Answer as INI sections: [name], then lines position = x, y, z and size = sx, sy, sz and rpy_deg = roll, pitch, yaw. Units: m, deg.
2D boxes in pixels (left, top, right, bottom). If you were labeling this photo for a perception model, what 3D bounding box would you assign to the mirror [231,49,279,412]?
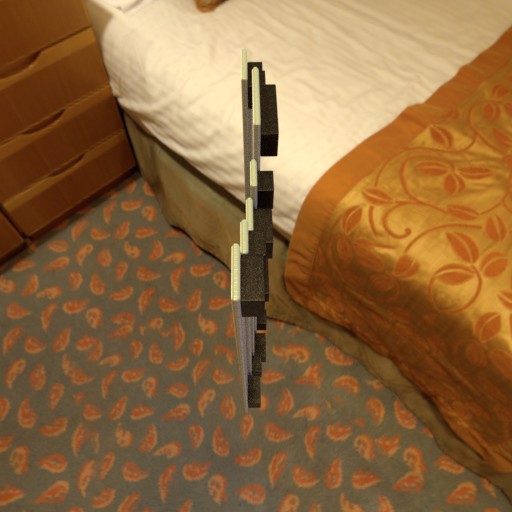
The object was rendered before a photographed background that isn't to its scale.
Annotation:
[mirror]
position = 0.000, 0.000, 0.790
size = 0.058, 0.611, 0.445
rpy_deg = -1, 60, -1
